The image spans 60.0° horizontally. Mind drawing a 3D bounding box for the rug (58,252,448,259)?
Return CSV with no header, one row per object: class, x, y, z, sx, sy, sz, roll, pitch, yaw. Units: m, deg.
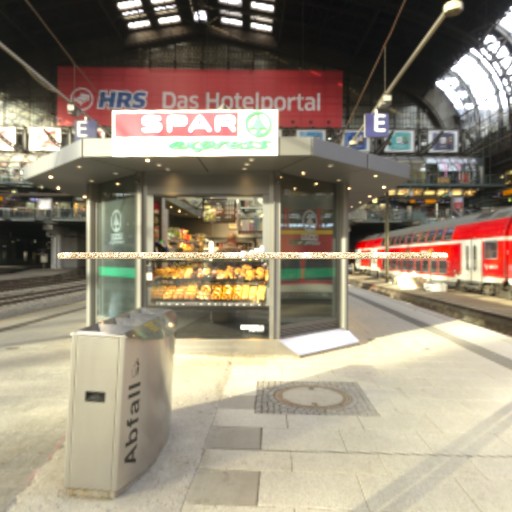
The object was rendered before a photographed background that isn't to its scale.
rug,0.000,0.000,3.368,1.778,0.030,2.743,0,0,1
